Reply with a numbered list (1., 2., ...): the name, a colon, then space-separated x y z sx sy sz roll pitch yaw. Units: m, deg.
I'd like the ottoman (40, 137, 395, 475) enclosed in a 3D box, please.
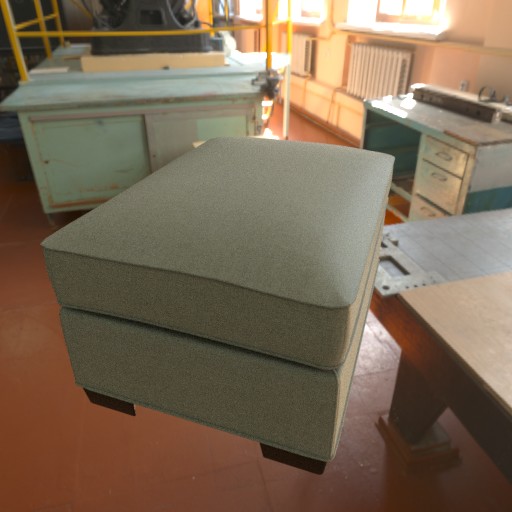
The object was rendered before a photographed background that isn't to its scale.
1. ottoman: 0.000 0.000 1.201 0.619 0.504 0.843 10 31 17
